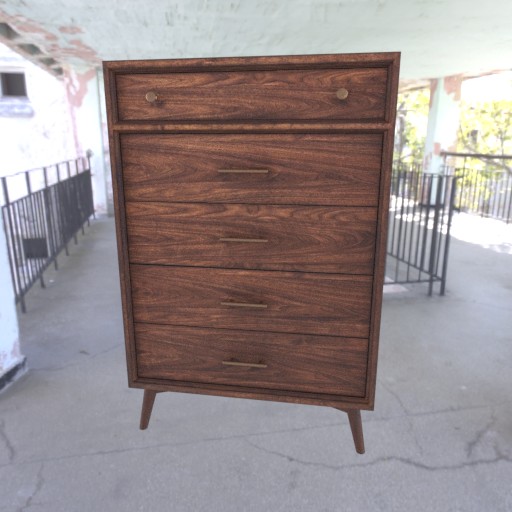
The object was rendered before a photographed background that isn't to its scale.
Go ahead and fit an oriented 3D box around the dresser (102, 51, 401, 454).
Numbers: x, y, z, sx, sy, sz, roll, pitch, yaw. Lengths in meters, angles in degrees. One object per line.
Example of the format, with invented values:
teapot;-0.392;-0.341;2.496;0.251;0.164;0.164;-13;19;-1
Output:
dresser;0.000;0.000;1.731;0.919;1.365;0.498;2;15;9
